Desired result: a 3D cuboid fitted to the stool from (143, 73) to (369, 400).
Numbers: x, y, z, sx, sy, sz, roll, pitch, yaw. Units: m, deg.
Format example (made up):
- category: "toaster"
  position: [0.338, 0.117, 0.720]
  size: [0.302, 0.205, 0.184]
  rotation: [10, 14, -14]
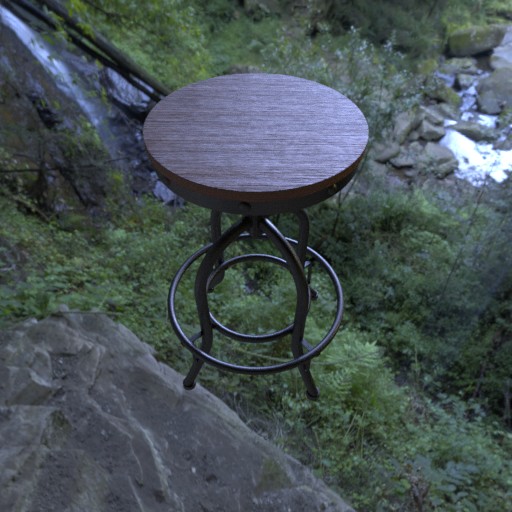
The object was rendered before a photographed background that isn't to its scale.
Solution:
- category: "stool"
  position: [0.000, 0.000, 0.914]
  size: [0.439, 0.609, 0.439]
  rotation: [-31, 54, -26]
